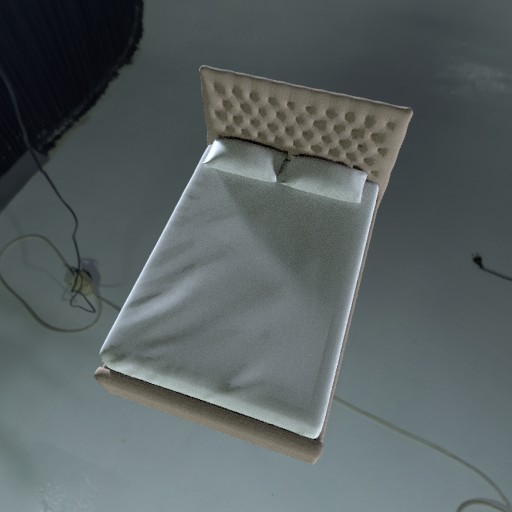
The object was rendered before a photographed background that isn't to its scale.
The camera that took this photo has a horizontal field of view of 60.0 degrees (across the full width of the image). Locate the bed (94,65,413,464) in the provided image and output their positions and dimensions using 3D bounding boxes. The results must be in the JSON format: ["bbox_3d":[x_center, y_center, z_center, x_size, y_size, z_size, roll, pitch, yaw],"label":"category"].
[{"bbox_3d":[0.000,0.000,3.407,1.698,1.427,2.387,16,59,10],"label":"bed"}]
